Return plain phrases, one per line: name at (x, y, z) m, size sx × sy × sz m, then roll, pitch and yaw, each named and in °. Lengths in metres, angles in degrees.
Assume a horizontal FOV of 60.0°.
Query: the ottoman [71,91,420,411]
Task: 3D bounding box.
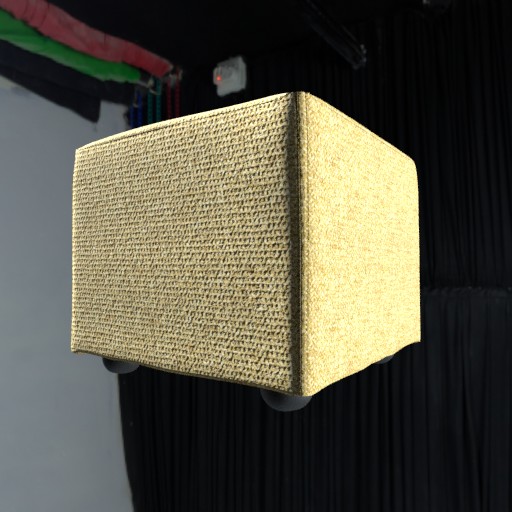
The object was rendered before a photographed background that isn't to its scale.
ottoman at (0.000, 0.000, 0.879) m, size 0.505 × 0.441 × 0.512 m, roll -1°, pitch -1°, yaw 35°
